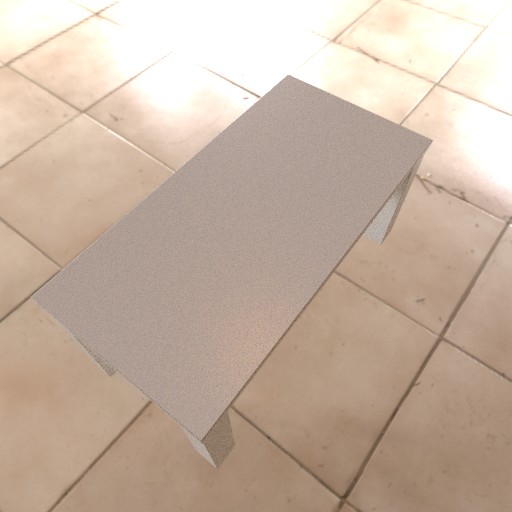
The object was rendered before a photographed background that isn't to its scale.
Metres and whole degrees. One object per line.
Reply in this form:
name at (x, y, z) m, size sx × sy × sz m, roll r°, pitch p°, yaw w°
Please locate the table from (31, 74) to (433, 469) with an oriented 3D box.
table at (0.000, 0.000, 2.345) m, size 0.900 × 0.790 × 1.800 m, roll 32°, pitch 63°, yaw 19°
